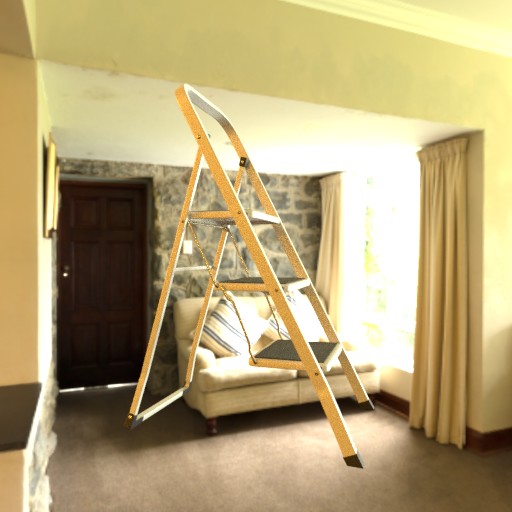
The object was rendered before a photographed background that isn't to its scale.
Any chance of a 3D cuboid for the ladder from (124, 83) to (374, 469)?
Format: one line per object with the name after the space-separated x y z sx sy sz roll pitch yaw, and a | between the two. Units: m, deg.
0.000 0.000 1.422 0.711 1.050 0.460 0 0 18 | ladder
